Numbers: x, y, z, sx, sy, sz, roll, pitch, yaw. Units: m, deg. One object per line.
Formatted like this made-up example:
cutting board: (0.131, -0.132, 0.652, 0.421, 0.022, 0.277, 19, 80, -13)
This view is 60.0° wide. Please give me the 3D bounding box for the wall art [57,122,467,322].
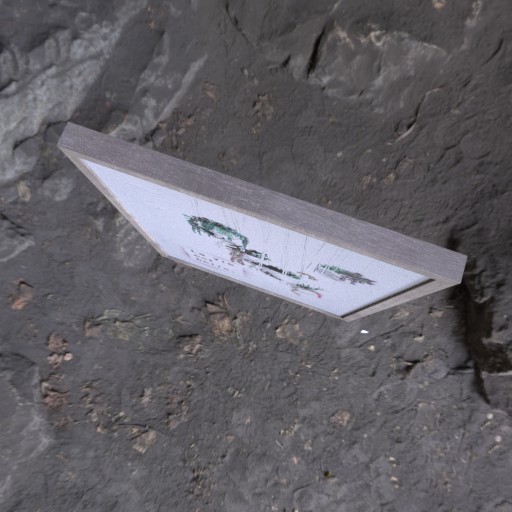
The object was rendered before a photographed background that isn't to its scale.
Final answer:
wall art: (0.000, 0.000, 0.693, 0.421, 0.521, 0.032, 19, 78, 4)
